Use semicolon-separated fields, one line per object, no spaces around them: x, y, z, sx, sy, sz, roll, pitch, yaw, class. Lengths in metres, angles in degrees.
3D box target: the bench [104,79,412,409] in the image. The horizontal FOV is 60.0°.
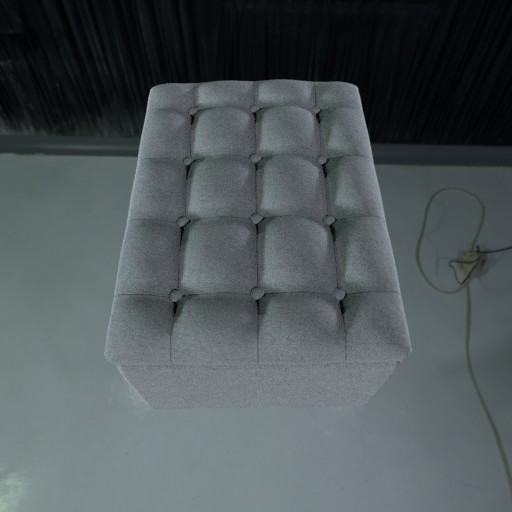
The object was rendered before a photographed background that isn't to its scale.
0.000;0.000;0.905;0.417;0.469;0.572;-1;58;0;bench
